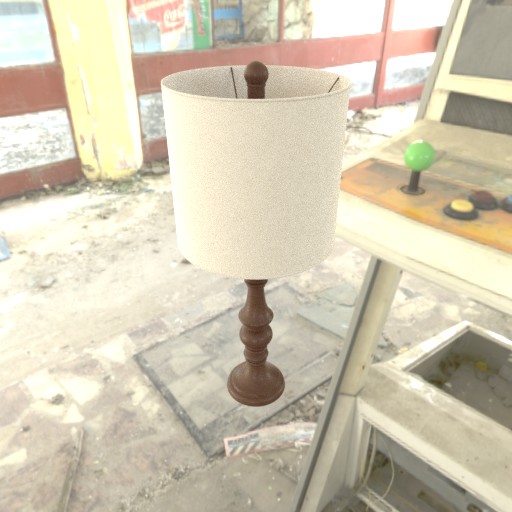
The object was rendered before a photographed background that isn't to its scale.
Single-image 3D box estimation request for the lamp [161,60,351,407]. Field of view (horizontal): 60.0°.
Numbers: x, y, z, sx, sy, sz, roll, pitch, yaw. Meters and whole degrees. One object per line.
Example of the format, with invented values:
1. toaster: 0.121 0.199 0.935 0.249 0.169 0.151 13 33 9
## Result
1. lamp: 0.000 0.000 0.735 0.250 0.597 0.250 -10 33 -16
